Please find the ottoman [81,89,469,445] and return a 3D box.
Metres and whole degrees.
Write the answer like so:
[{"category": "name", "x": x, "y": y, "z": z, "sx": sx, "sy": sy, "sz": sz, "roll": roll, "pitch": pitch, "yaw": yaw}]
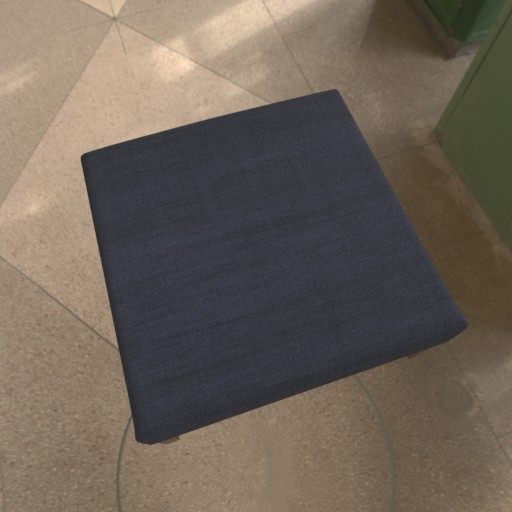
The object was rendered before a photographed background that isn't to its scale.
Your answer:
[{"category": "ottoman", "x": 0.000, "y": 0.000, "z": 1.416, "sx": 0.890, "sy": 0.411, "sz": 0.889, "roll": -17, "pitch": 66, "yaw": -8}]
